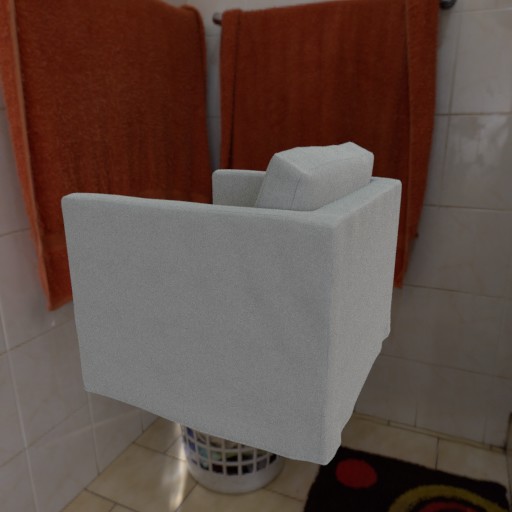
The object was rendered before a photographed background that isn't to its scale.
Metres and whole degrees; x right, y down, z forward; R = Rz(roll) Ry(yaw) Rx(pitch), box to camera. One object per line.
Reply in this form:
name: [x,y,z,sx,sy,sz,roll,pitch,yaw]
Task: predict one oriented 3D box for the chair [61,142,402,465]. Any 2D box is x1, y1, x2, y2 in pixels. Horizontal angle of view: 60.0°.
chair: [0.000,0.000,1.749,0.949,0.863,1.057,8,18,25]
